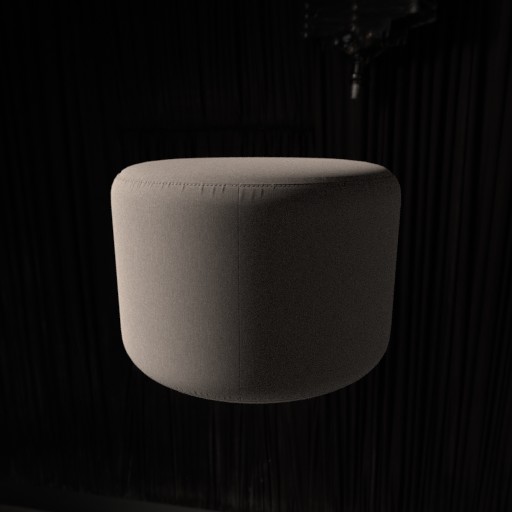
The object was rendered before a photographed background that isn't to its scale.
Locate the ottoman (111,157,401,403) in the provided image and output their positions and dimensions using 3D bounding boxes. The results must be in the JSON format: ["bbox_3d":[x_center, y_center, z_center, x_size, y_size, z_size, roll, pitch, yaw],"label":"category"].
[{"bbox_3d":[0.000,0.000,1.008,0.608,0.433,0.608,0,14,0],"label":"ottoman"}]
